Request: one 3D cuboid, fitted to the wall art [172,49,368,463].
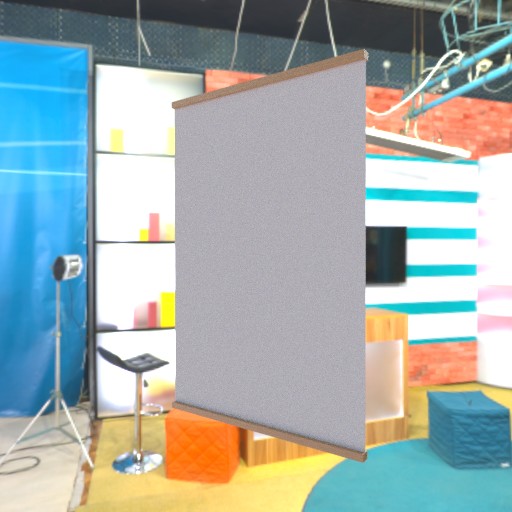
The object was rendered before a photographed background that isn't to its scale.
[{"bbox_3d":[0.000,0.000,0.777,0.401,0.611,0.016,0,1,35],"label":"wall art"}]
